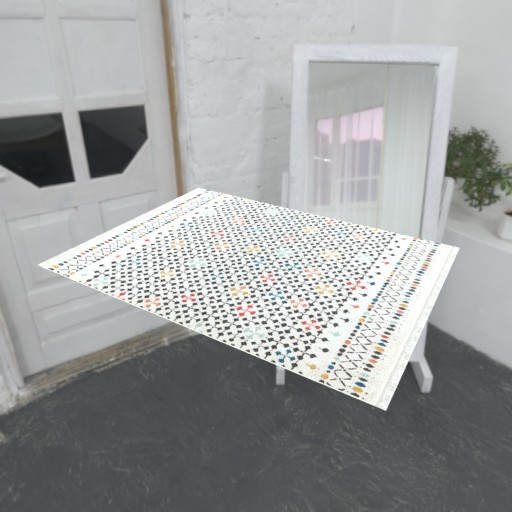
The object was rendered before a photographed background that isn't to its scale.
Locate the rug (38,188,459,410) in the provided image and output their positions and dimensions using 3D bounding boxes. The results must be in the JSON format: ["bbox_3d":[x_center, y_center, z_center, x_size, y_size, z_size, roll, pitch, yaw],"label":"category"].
[{"bbox_3d":[0.000,0.000,4.158,3.196,0.007,2.354,16,33,27],"label":"rug"}]
